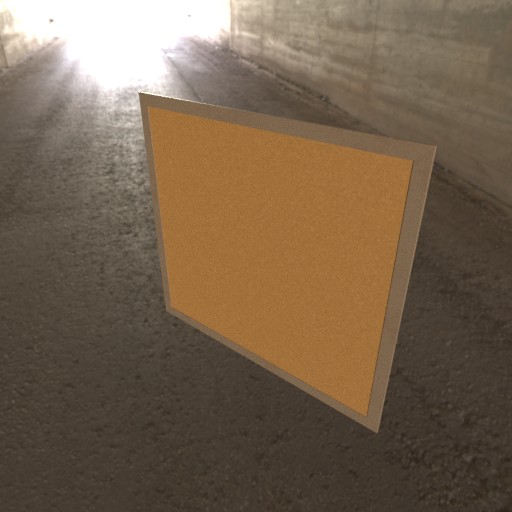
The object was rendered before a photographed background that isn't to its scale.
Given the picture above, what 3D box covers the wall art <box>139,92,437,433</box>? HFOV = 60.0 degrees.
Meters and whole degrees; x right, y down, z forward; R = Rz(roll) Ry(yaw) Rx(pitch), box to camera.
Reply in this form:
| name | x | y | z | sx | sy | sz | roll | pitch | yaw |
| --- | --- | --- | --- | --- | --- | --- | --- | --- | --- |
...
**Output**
| name | x | y | z | sx | sy | sz | roll | pitch | yaw |
| --- | --- | --- | --- | --- | --- | --- | --- | --- | --- |
| wall art | 0.000 | 0.000 | 1.691 | 1.168 | 1.067 | 0.025 | 22 | 37 | 33 |
